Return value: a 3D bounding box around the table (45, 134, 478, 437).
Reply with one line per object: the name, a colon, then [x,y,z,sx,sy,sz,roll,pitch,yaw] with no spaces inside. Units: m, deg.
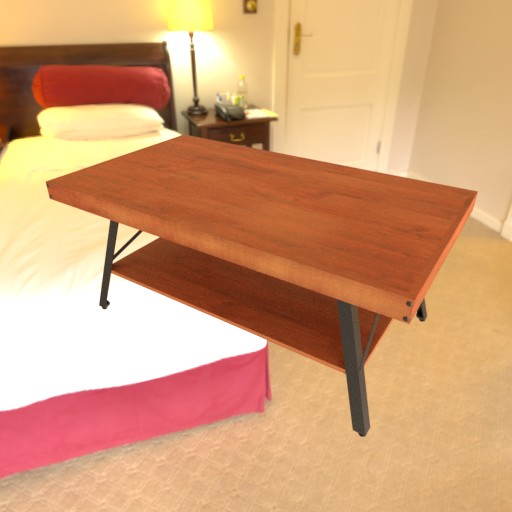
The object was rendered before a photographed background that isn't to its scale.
table: [0.000,0.000,1.371,1.067,0.457,0.610,18,35,28]
